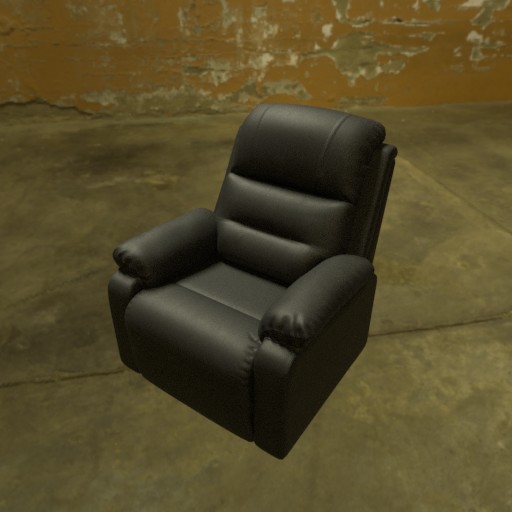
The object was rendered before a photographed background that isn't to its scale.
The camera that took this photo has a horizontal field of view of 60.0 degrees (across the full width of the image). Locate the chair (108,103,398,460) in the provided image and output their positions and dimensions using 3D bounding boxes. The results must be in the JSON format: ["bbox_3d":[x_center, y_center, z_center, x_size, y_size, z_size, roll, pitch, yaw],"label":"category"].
[{"bbox_3d":[0.000,0.000,1.708,0.855,0.992,0.919,20,36,30],"label":"chair"}]
